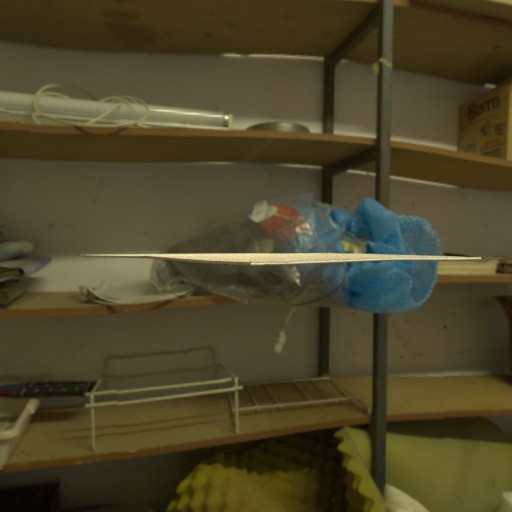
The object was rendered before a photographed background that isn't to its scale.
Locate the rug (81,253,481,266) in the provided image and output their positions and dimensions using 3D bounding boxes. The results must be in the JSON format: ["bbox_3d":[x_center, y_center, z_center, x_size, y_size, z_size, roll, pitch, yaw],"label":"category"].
[{"bbox_3d":[0.000,0.000,4.319,2.434,0.045,3.202,-1,1,-36],"label":"rug"}]
